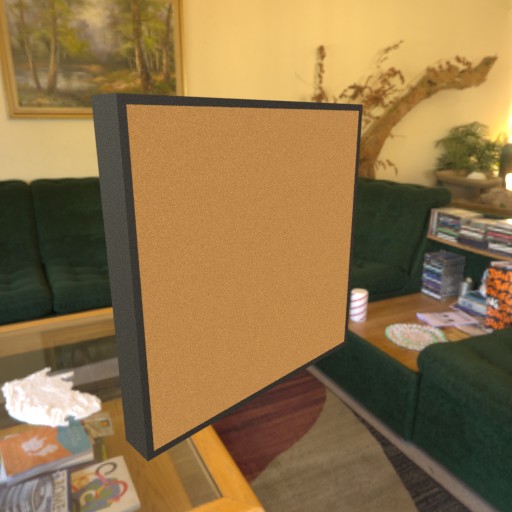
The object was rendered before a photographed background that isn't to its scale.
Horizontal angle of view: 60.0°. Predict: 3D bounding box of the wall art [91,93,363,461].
[{"bbox_3d":[0.000,0.000,0.460,0.304,0.304,0.038,-16,23,-42],"label":"wall art"}]
